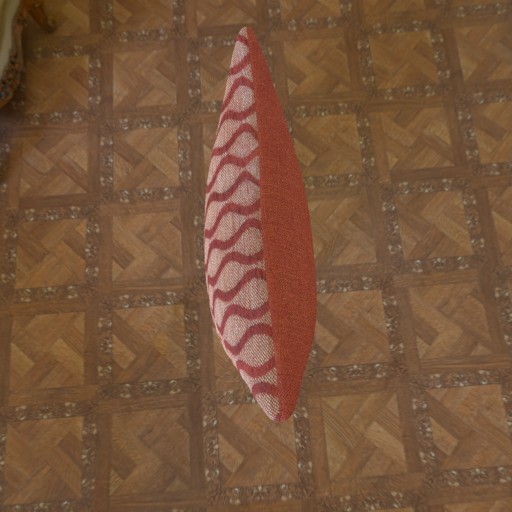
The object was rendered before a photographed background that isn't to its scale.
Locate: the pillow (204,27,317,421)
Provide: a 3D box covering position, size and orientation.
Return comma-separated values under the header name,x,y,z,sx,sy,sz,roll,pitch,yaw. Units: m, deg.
name,x,y,z,sx,sy,sz,roll,pitch,yaw
pillow,0.000,0.000,0.654,0.159,0.434,0.429,-5,75,-1
